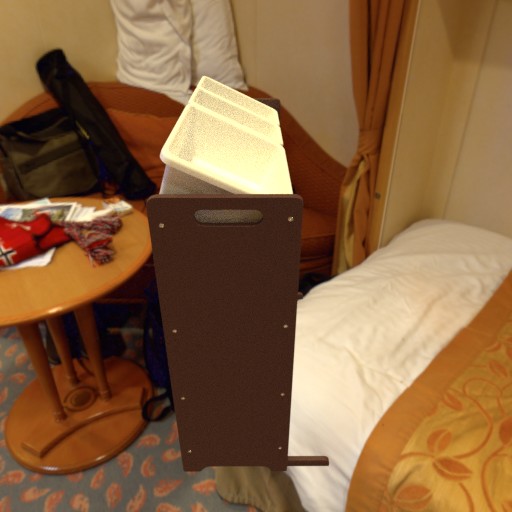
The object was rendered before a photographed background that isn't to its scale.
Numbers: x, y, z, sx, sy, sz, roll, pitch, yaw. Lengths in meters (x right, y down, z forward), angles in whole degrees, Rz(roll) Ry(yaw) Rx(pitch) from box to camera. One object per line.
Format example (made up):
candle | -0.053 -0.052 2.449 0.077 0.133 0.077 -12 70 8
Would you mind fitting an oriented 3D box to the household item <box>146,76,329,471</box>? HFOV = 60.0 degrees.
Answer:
household item | 0.000 0.000 1.287 0.389 0.864 0.787 0 31 0
